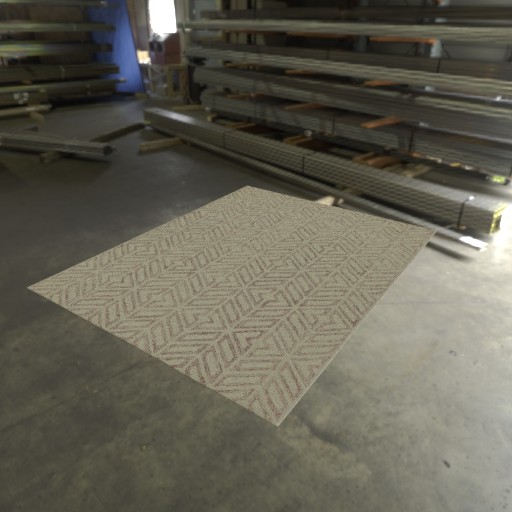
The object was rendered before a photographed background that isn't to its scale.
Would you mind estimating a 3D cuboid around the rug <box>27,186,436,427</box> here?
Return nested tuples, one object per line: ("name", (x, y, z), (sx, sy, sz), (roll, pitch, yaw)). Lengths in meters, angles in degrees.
("rug", (0.000, 0.000, 4.088), (2.421, 0.008, 3.045), (18, 33, 30))
